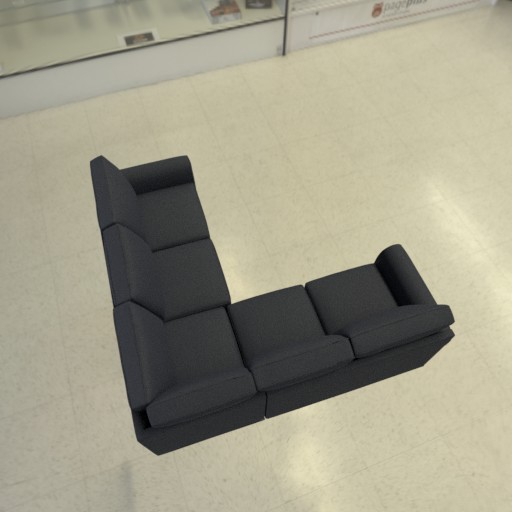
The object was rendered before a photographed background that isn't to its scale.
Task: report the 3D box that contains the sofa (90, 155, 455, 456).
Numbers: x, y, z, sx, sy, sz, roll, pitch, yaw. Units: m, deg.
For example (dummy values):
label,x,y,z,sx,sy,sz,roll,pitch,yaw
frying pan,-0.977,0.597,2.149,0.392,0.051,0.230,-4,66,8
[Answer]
label,x,y,z,sx,sy,sz,roll,pitch,yaw
sofa,0.000,0.000,3.983,2.487,1.042,2.562,-15,60,-9
